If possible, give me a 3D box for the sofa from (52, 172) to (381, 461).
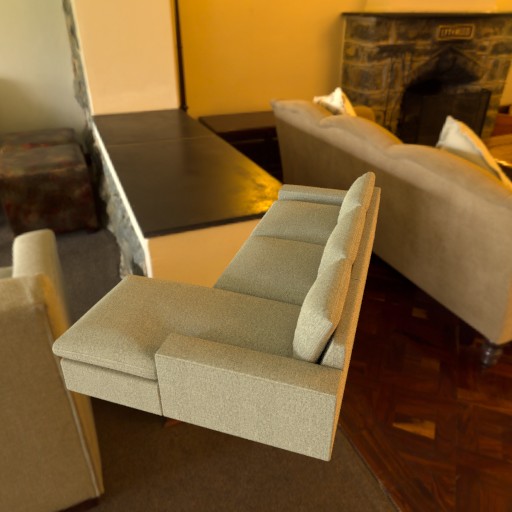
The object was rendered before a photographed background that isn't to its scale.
[{"bbox_3d":[0.000,0.000,3.500,1.689,0.813,2.718,9,31,15],"label":"sofa"}]
